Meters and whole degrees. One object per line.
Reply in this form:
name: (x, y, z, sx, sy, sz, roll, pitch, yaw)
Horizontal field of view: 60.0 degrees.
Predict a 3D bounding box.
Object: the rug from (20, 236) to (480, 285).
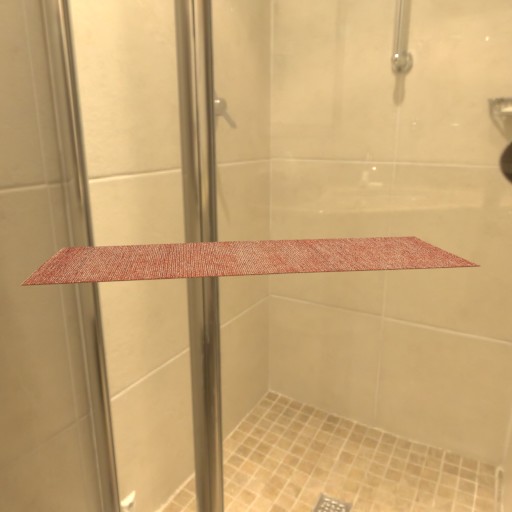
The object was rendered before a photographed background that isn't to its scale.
rug: (0.000, 0.000, 2.583, 2.353, 0.013, 0.718, -2, 16, -7)
